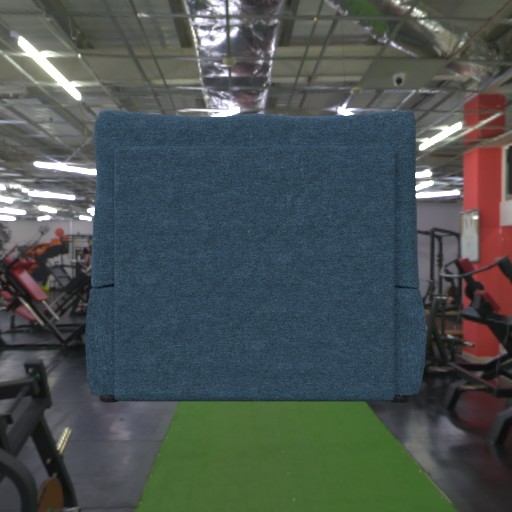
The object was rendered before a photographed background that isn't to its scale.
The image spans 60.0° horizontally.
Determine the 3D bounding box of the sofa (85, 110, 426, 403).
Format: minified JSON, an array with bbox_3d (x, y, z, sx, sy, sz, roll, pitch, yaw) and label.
[{"bbox_3d":[0.000,0.000,1.685,0.930,0.820,1.000,0,0,0],"label":"sofa"}]
